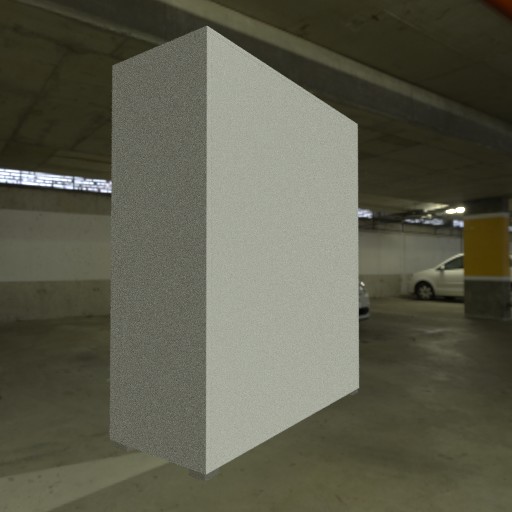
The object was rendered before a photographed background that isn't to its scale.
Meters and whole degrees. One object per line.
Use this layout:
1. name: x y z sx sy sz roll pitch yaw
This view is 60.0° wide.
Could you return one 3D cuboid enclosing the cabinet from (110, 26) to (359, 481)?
1. cabinet: 0.000 0.000 1.677 0.400 1.190 1.000 -1 -2 36
